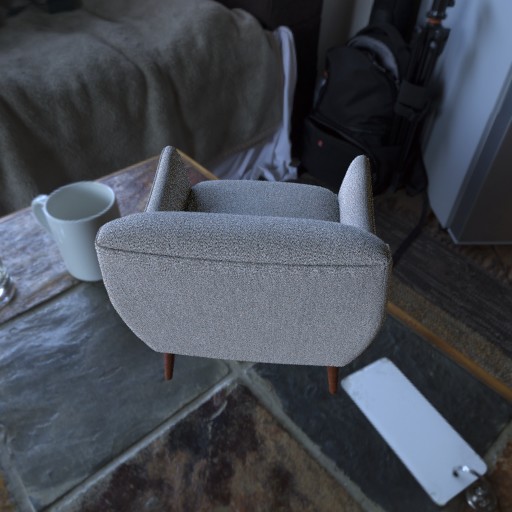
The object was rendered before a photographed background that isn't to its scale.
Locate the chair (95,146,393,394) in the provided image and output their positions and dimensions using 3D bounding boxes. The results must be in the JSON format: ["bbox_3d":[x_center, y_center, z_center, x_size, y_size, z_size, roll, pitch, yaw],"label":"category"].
[{"bbox_3d":[0.000,0.000,1.447,0.762,0.838,0.787,4,46,4],"label":"chair"}]
